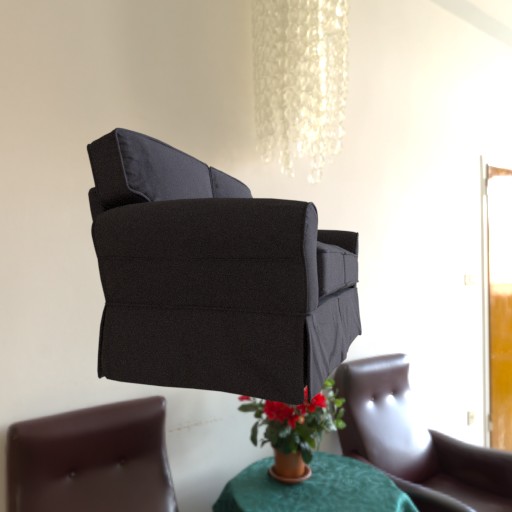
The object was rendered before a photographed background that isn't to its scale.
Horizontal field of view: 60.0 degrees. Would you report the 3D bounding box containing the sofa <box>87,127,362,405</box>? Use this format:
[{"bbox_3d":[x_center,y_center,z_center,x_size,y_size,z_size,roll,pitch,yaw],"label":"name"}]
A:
[{"bbox_3d":[0.000,0.000,2.441,0.997,1.059,1.801,0,-1,19],"label":"sofa"}]
